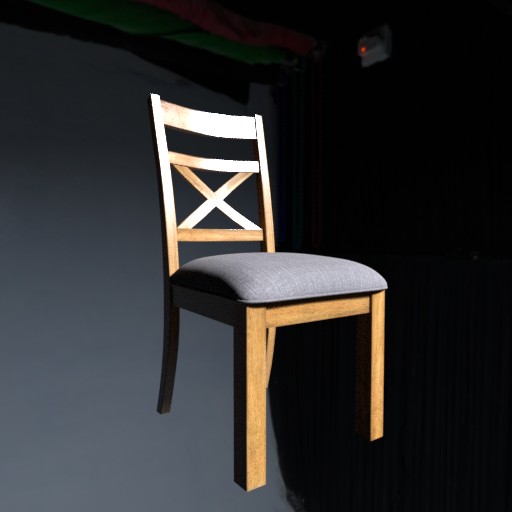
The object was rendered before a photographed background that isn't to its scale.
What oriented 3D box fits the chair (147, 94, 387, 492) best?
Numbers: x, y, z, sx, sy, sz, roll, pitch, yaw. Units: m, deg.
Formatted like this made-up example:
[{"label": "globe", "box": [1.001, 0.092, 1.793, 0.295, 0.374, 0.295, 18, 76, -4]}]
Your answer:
[{"label": "chair", "box": [0.000, 0.000, 1.247, 0.470, 0.949, 0.581, -2, 3, -36]}]
